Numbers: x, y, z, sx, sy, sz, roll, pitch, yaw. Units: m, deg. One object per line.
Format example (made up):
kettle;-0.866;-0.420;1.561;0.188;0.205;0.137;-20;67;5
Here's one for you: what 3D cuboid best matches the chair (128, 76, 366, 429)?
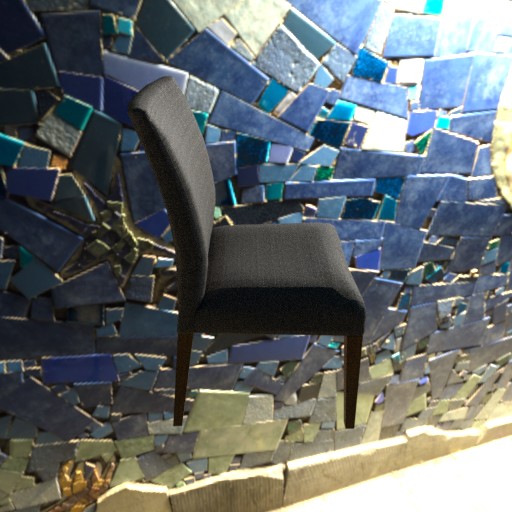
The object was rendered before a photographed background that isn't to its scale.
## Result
chair;0.000;0.000;1.310;0.585;0.940;0.496;-1;31;-1
